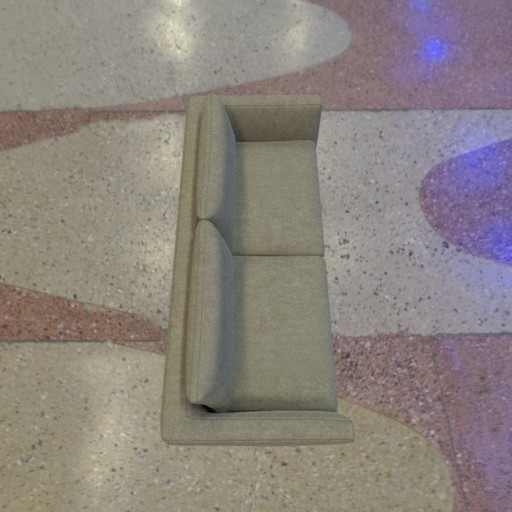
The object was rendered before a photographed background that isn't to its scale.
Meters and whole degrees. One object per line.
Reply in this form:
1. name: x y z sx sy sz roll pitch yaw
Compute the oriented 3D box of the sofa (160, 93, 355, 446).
1. sofa: 0.000 0.000 2.664 0.889 0.864 2.121 0 63 0
